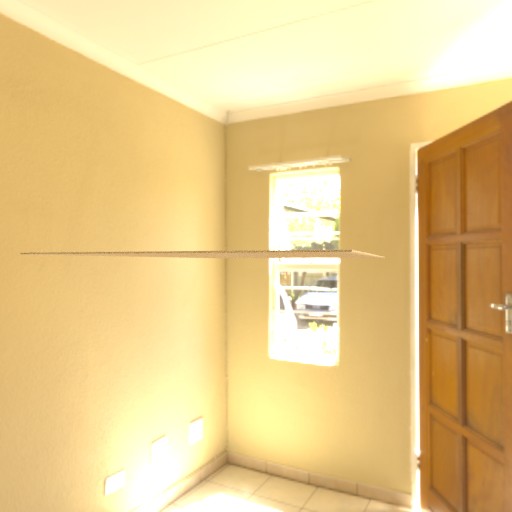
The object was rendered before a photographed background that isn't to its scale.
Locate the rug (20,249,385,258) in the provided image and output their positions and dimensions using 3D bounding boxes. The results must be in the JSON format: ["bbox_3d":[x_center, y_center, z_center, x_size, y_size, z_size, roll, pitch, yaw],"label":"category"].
[{"bbox_3d":[0.000,0.000,2.194,1.142,0.006,1.752,0,-1,19],"label":"rug"}]
